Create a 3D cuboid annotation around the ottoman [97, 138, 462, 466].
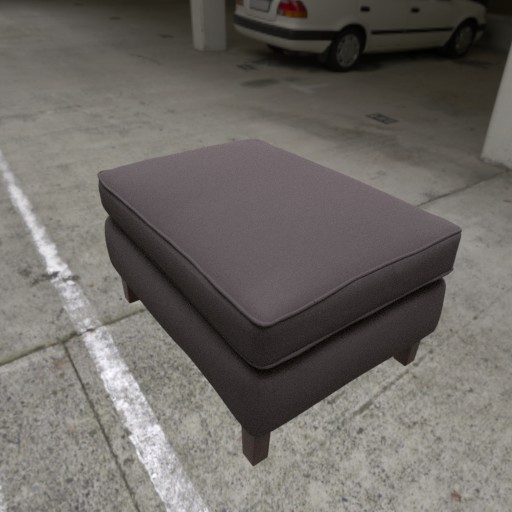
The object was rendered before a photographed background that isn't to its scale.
[{"bbox_3d":[0.000,0.000,0.997,0.508,0.406,0.686,-21,37,-29],"label":"ottoman"}]
